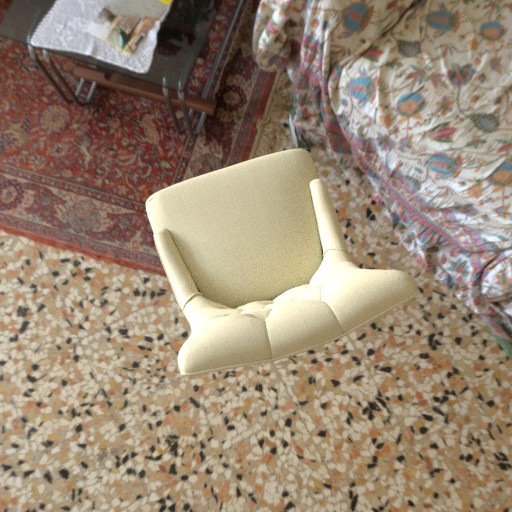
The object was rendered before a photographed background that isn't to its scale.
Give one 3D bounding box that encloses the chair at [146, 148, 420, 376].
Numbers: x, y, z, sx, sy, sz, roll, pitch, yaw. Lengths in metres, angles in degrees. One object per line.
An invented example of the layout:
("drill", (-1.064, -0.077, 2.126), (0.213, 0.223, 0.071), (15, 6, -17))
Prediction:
("chair", (0.000, 0.000, 1.229), (0.509, 0.874, 0.565), (-18, 77, -4))
